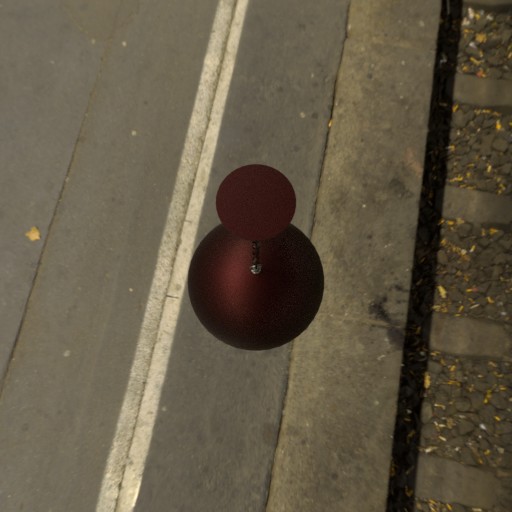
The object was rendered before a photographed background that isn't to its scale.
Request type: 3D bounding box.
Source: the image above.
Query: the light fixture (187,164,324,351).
[{"bbox_3d":[0.000,0.000,1.185,0.492,0.869,0.492,-11,78,-2],"label":"light fixture"}]
